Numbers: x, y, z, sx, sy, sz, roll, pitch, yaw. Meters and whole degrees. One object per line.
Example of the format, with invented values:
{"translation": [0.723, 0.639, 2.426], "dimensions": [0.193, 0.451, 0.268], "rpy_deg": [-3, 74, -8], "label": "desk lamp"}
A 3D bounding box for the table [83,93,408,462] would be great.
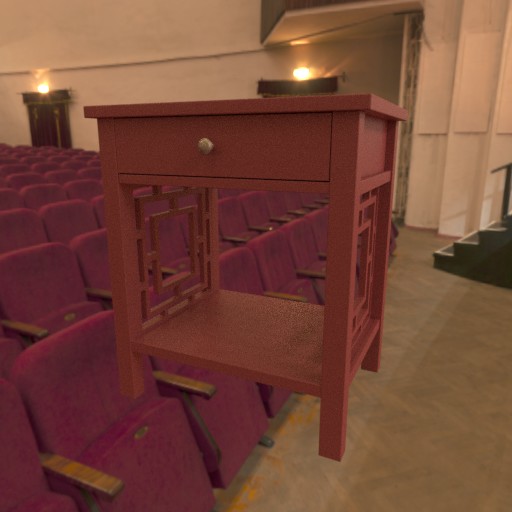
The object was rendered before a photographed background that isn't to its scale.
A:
{"translation": [0.000, 0.000, 1.082], "dimensions": [0.599, 0.686, 0.451], "rpy_deg": [7, 16, 25], "label": "table"}
